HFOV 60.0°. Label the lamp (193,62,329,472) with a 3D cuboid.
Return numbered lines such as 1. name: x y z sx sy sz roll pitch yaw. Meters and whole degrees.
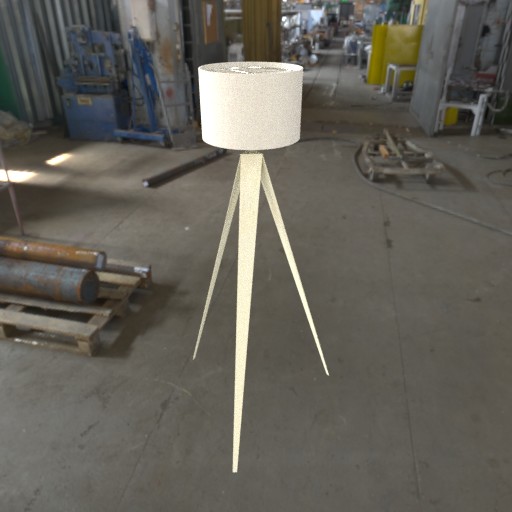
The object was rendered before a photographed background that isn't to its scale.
1. lamp: 0.000 0.000 1.915 0.716 1.524 0.724 -18 34 -29
